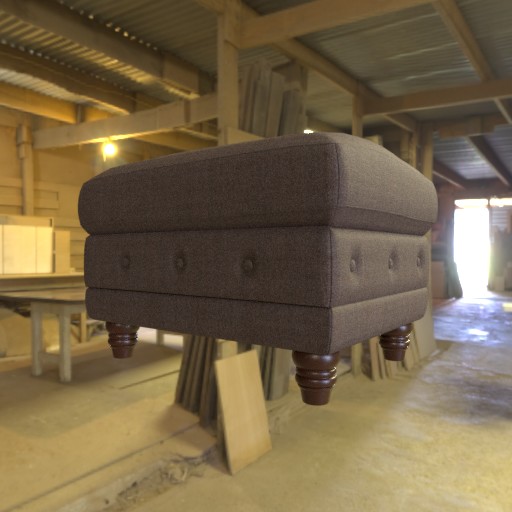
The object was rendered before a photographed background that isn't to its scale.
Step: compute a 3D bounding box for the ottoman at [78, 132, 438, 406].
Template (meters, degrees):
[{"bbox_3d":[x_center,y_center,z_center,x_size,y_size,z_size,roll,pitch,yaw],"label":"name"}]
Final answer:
[{"bbox_3d":[0.000,0.000,1.211,0.809,0.555,0.599,0,1,37],"label":"ottoman"}]
